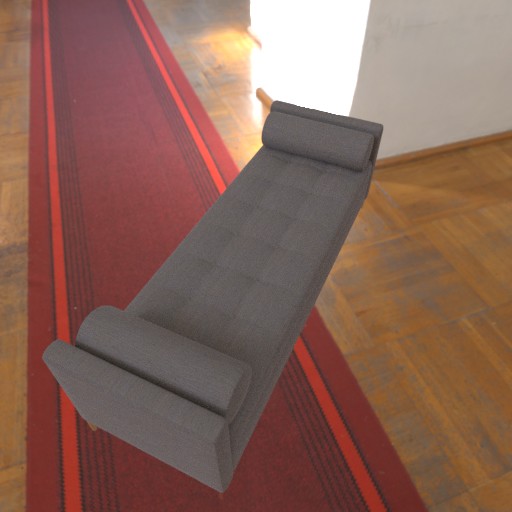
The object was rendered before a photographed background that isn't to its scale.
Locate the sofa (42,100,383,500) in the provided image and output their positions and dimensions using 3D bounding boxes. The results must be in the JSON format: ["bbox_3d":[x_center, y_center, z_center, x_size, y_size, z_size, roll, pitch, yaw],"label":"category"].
[{"bbox_3d":[0.000,0.000,2.226,0.686,0.635,1.981,19,50,17],"label":"sofa"}]
